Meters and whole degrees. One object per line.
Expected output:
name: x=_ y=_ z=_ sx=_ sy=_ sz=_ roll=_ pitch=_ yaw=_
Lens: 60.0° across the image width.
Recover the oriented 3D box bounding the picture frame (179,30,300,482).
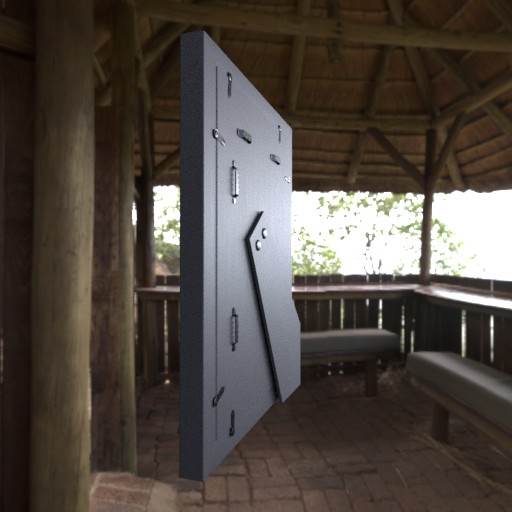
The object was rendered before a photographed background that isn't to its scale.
picture frame: x=0.000 y=0.000 z=0.522 sx=0.036 sy=0.383 sz=0.307 roll=0 pitch=0 yaw=19
